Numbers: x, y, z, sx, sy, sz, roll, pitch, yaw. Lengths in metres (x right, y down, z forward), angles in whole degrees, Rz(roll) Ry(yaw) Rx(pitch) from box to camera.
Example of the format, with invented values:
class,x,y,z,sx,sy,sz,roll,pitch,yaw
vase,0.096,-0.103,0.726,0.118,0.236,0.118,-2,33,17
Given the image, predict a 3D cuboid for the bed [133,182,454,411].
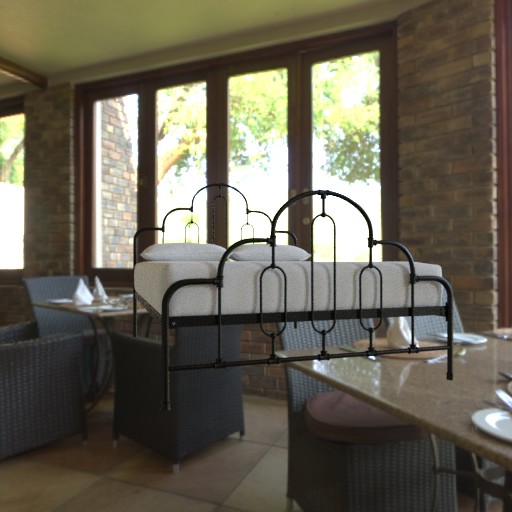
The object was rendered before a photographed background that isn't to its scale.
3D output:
class,x,y,z,sx,sy,sz,roll,pitch,yaw
bed,0.000,0.000,3.264,1.626,1.444,2.181,0,-1,-19
